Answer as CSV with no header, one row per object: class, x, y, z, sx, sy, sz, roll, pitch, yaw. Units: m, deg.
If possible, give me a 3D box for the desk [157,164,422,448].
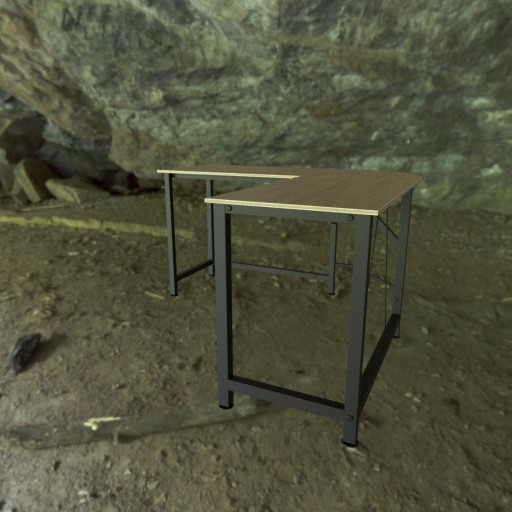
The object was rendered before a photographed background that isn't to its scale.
desk,0.000,0.000,2.178,1.400,0.762,1.400,7,17,25
